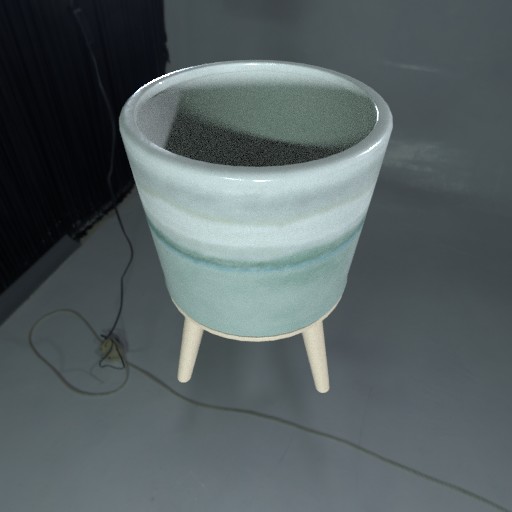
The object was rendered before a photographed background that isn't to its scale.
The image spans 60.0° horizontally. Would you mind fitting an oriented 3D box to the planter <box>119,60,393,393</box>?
[{"bbox_3d":[0.000,0.000,0.572,0.265,0.404,0.265,12,43,13],"label":"planter"}]
